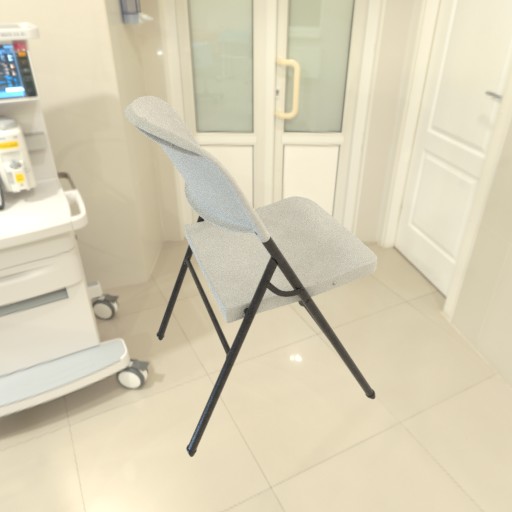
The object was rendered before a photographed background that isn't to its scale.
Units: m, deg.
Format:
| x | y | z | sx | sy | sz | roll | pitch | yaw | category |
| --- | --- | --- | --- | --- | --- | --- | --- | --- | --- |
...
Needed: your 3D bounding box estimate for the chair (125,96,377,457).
| x | y | z | sx | sy | sz | roll | pitch | yaw | category |
| --- | --- | --- | --- | --- | --- | --- | --- | --- | --- |
| 0.000 | 0.000 | 1.191 | 0.566 | 0.810 | 0.494 | -11 | 33 | -17 | chair |
